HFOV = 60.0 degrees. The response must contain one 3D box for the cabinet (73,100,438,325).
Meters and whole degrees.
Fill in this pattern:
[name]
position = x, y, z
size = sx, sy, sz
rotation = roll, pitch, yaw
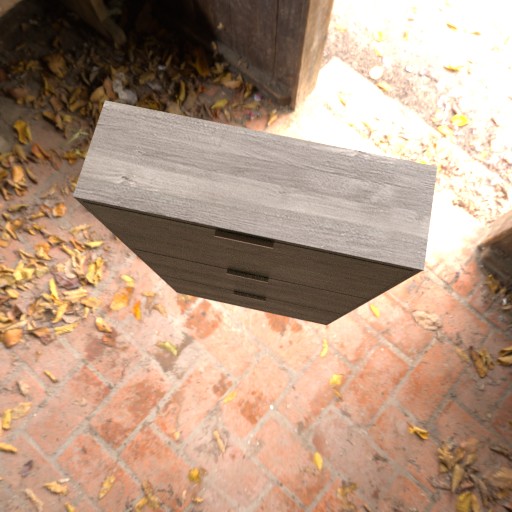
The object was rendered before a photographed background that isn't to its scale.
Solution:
[cabinet]
position = 0.000, 0.000, 1.570
size = 0.750, 1.280, 0.250
rotation = 12, 76, 3
